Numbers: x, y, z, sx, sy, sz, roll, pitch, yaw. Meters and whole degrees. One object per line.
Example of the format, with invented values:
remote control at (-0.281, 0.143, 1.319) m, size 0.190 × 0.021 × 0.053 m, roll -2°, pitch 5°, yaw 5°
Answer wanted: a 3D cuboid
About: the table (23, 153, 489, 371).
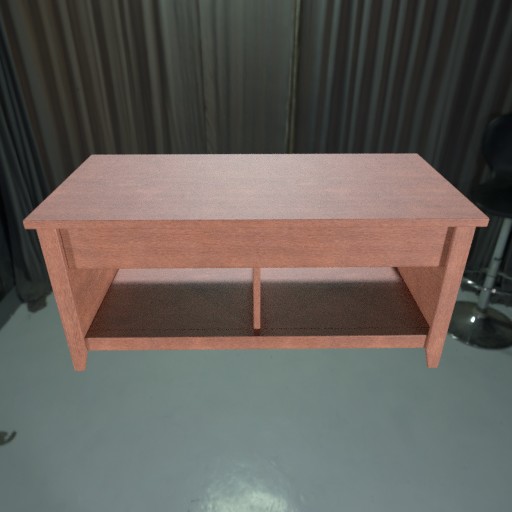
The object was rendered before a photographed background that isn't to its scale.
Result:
table at (0.000, 0.000, 1.286) m, size 1.016 × 0.457 × 0.483 m, roll 0°, pitch 30°, yaw -1°
